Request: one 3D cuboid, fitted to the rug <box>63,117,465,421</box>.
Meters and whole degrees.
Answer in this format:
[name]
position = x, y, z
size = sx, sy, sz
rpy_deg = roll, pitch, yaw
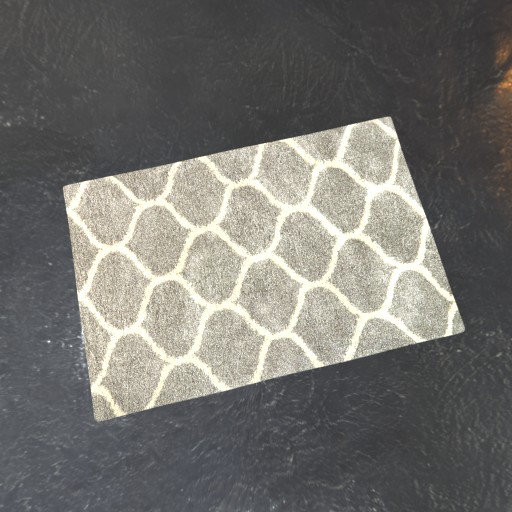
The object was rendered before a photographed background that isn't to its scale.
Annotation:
[rug]
position = 0.000, 0.000, 3.352
size = 2.701, 0.026, 1.801
rpy_deg = -13, 76, -3
